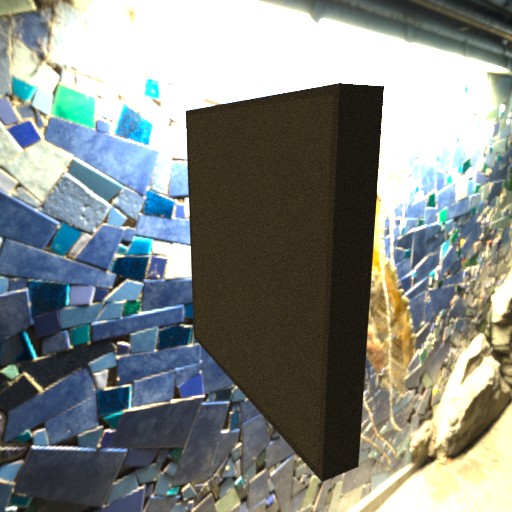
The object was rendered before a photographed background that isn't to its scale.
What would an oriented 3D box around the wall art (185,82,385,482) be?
[{"bbox_3d":[0.000,0.000,0.459,0.038,0.303,0.304,-7,16,-26],"label":"wall art"}]
